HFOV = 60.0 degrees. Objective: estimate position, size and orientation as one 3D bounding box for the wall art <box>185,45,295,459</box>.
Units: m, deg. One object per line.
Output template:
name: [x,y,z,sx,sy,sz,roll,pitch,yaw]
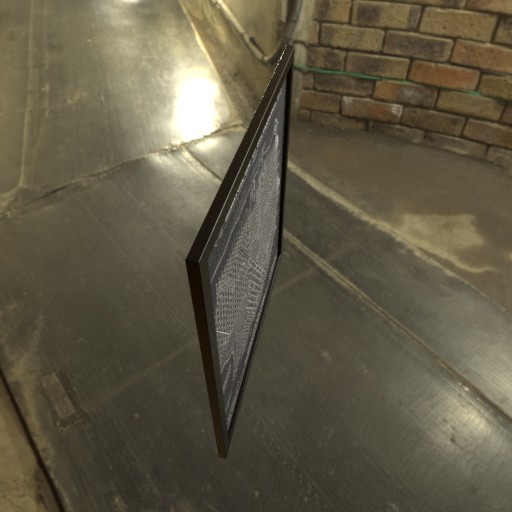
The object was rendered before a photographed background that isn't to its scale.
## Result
wall art: [0.000,0.000,0.684,0.012,0.458,0.457,10,47,9]
